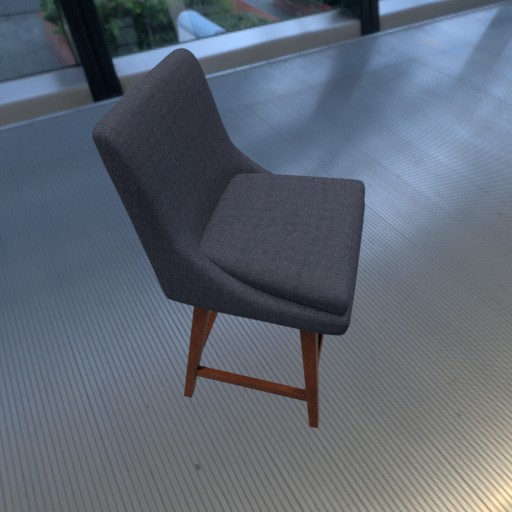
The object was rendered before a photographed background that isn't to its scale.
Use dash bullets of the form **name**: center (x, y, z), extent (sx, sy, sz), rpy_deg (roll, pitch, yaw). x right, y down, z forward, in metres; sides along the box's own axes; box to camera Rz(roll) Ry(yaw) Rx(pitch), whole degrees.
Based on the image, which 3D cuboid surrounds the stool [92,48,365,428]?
- **stool**: center (0.000, 0.000, 1.177), extent (0.524, 0.895, 0.467), rpy_deg (10, 45, 10)
